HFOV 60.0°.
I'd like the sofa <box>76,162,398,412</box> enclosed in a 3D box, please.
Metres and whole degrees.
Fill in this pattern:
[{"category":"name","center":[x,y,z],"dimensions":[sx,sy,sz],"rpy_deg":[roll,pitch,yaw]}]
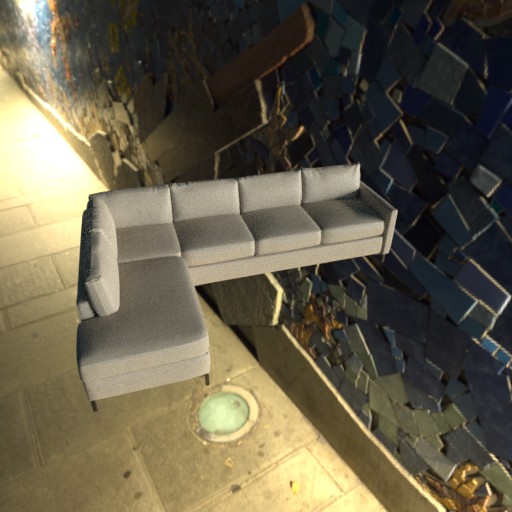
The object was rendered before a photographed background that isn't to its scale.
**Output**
[{"category":"sofa","center":[0.000,0.000,3.217],"dimensions":[2.423,0.703,1.617],"rpy_deg":[-9,34,-14]}]
